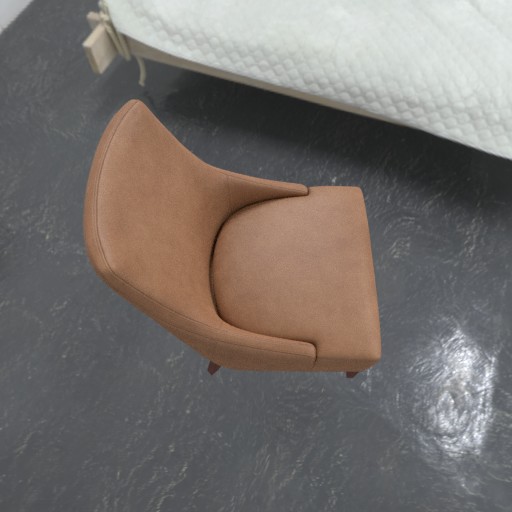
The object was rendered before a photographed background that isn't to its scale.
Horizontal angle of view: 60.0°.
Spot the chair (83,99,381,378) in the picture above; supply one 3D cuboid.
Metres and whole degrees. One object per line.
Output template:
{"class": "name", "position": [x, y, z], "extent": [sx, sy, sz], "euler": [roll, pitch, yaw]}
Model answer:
{"class": "chair", "position": [0.000, 0.000, 1.523], "extent": [0.861, 0.909, 0.701], "euler": [0, 64, 0]}
